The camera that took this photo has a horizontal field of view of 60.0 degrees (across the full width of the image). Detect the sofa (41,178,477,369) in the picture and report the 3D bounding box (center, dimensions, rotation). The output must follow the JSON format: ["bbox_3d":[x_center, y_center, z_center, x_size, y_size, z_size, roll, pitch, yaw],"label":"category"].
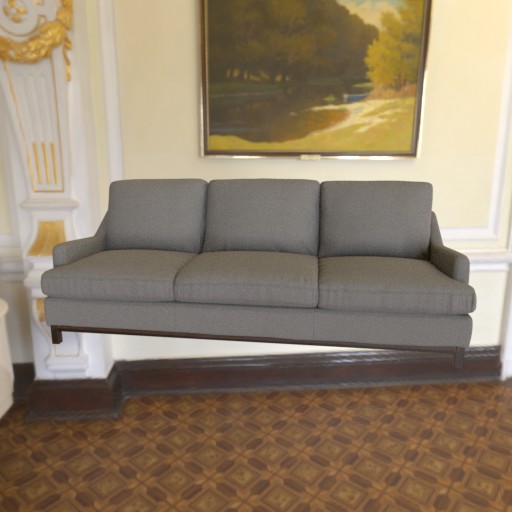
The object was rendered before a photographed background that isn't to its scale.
[{"bbox_3d":[0.000,0.000,2.770,2.344,0.926,0.987,2,13,8],"label":"sofa"}]
